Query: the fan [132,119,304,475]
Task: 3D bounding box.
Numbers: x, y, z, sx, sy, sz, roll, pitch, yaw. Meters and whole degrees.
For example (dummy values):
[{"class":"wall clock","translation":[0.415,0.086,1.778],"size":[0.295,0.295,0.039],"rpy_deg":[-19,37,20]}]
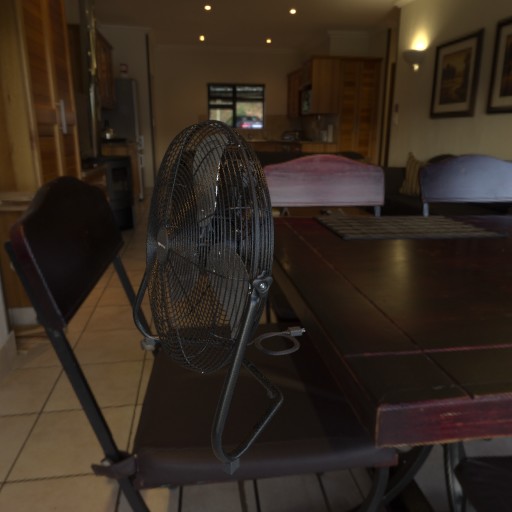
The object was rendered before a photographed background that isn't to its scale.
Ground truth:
[{"class":"fan","translation":[0.000,0.000,0.933],"size":[0.424,0.546,0.555],"rpy_deg":[-8,17,-26]}]
